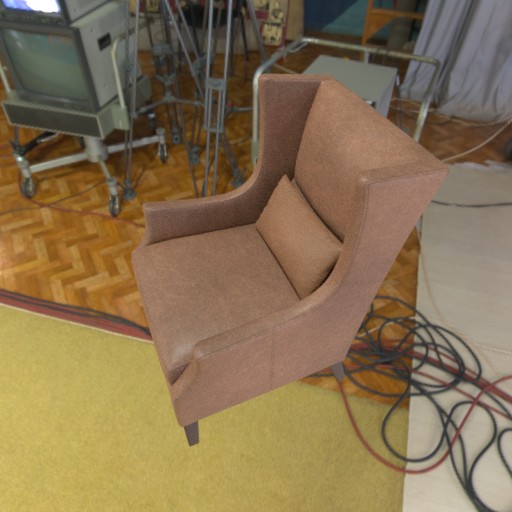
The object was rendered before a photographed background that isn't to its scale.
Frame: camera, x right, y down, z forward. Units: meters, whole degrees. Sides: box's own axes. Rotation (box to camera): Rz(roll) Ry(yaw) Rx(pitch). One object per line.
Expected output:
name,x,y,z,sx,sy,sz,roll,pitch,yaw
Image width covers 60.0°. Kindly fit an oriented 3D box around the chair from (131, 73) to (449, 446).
chair,0.000,0.000,1.714,0.913,1.088,0.815,-16,47,-15
